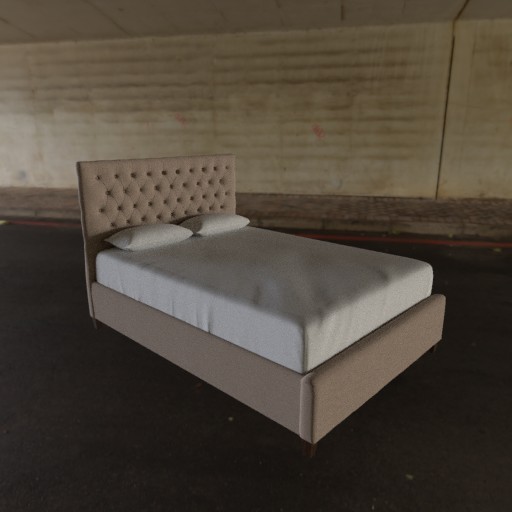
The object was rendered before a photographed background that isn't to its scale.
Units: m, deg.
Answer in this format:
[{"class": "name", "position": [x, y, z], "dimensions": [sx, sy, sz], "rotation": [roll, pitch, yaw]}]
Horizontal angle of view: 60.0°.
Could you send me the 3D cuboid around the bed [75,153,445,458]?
[{"class": "bed", "position": [0.000, 0.000, 3.468], "dimensions": [2.387, 1.427, 1.698], "rotation": [15, 21, 41]}]
